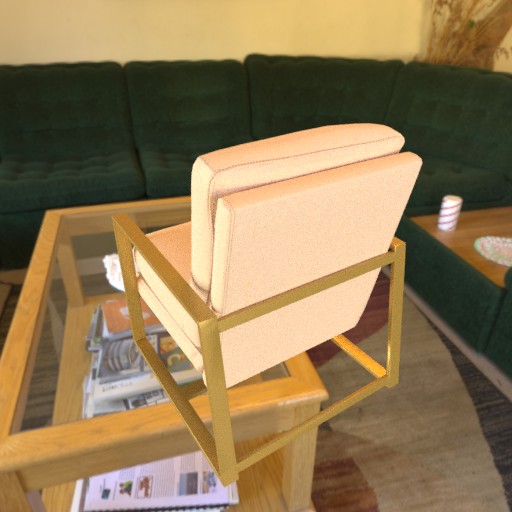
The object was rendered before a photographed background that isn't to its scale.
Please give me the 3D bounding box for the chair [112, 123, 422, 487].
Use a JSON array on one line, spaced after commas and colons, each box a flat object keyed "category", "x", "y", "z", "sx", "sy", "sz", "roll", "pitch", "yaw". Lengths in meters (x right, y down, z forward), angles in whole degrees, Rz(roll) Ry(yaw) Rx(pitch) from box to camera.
[{"category": "chair", "x": 0.000, "y": 0.000, "z": 1.547, "sx": 0.758, "sy": 0.956, "sz": 0.813, "roll": -18, "pitch": 35, "yaw": -28}]
